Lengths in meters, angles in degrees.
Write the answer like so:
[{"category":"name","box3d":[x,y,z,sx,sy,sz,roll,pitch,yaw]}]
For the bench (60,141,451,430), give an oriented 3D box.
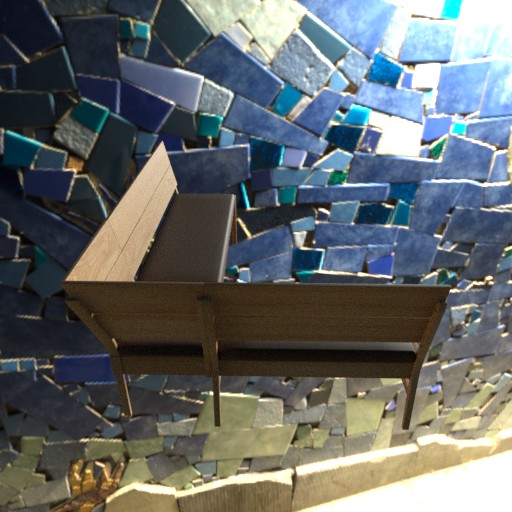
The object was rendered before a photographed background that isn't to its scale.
[{"category":"bench","box3d":[0.000,0.000,2.802,1.549,0.890,1.975,0,31,0]}]
